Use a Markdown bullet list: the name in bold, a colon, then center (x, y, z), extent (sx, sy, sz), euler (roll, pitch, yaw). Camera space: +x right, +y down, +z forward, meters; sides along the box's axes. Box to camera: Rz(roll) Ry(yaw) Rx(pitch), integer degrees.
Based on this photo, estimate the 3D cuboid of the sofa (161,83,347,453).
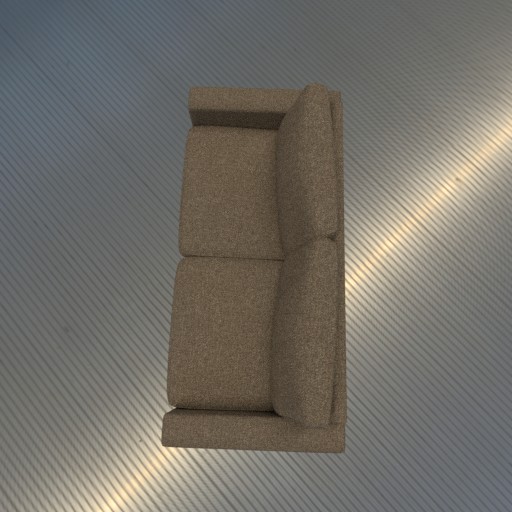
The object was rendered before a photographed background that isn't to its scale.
- **sofa**: center (0.000, 0.000, 2.715), extent (1.016, 0.873, 2.179), euler (2, 76, 0)
